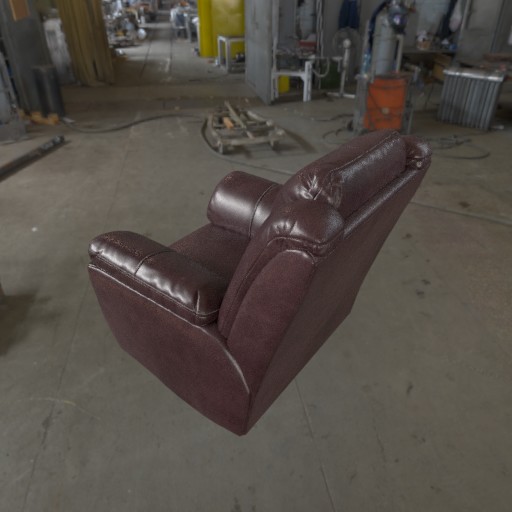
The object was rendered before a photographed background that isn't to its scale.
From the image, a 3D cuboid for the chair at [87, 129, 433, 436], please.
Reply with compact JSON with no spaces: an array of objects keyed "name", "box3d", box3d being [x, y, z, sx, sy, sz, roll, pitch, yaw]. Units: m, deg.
[{"name":"chair","box3d":[0.000,0.000,1.856,1.041,1.093,0.990,21,38,30]}]
